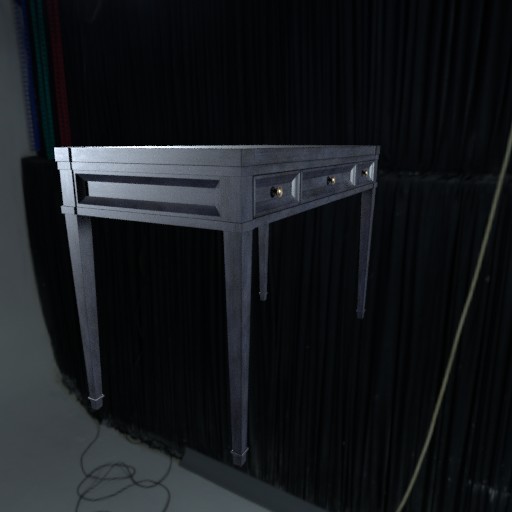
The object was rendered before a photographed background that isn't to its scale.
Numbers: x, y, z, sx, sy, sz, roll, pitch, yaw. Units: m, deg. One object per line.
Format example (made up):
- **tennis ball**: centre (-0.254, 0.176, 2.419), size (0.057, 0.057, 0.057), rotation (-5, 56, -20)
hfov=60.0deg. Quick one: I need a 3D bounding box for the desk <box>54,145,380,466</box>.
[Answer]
- **desk**: centre (0.000, 0.000, 1.791), size (0.630, 0.861, 1.289), rotation (8, 16, 28)
